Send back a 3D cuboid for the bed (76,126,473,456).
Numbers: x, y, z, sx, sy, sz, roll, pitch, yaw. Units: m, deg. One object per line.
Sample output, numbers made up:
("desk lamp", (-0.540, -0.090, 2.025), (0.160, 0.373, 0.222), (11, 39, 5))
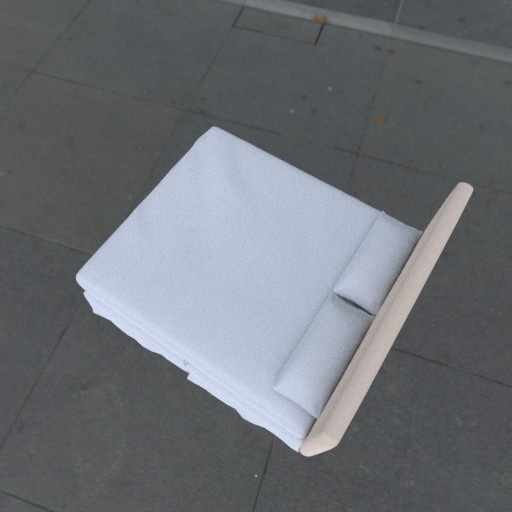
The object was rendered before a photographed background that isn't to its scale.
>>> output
("bed", (0.000, 0.000, 3.276), (2.142, 1.330, 1.884), (31, 68, 14))
